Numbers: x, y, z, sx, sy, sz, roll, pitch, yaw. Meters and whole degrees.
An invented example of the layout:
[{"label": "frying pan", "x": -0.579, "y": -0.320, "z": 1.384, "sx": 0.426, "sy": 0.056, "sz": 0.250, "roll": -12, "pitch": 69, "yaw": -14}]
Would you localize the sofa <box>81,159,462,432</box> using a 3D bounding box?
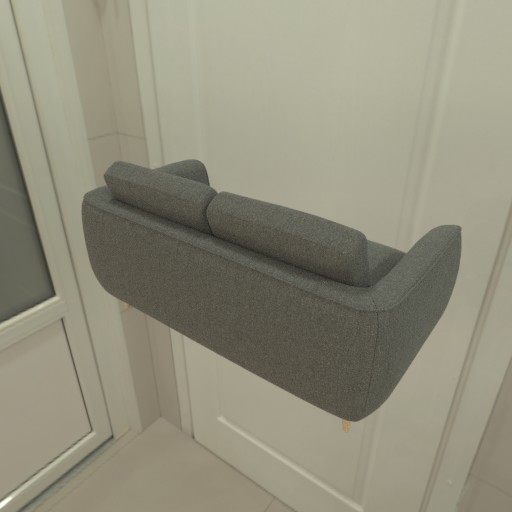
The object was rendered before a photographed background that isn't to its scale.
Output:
[{"label": "sofa", "x": 0.000, "y": 0.000, "z": 2.175, "sx": 1.700, "sy": 0.870, "sz": 0.920, "roll": 21, "pitch": 35, "yaw": 32}]
